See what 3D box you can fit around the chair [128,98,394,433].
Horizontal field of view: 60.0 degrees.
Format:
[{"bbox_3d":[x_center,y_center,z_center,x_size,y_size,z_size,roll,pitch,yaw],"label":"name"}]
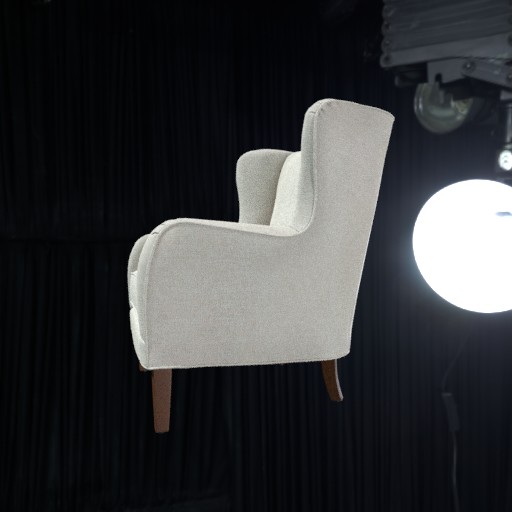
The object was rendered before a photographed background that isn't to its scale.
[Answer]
[{"bbox_3d":[0.000,0.000,1.781,0.966,1.040,0.838,0,0,-18],"label":"chair"}]
